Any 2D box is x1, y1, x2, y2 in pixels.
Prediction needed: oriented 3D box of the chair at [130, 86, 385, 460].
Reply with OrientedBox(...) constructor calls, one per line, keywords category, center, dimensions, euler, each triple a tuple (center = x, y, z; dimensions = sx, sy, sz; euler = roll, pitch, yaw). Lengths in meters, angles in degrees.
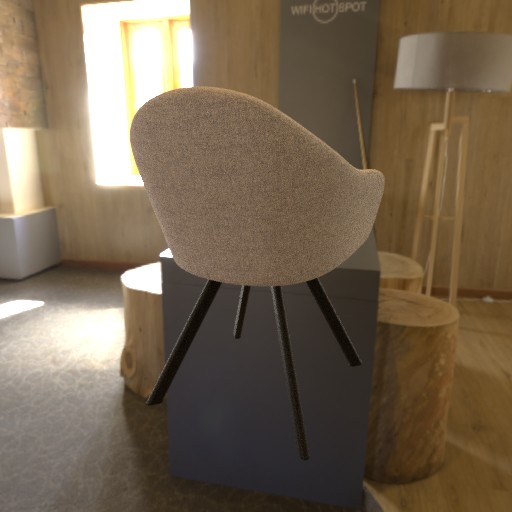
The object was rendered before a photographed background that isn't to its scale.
OrientedBox(category="chair", center=(0.000, 0.000, 1.141), dimensions=(0.540, 0.780, 0.570), euler=(8, 18, 26))
